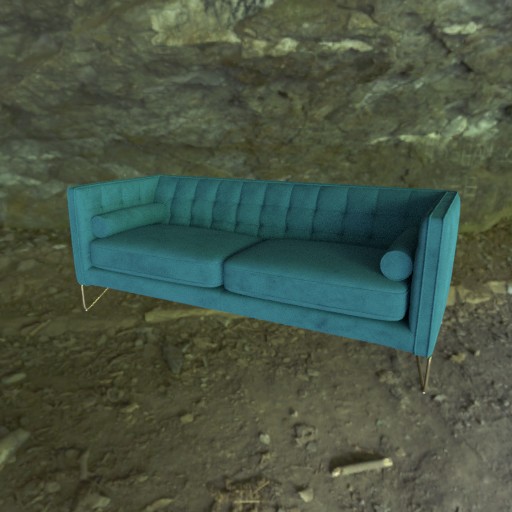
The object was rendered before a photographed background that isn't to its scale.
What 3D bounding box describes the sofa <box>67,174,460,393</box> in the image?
[{"bbox_3d":[0.000,0.000,2.585,2.087,0.789,0.867,8,18,26],"label":"sofa"}]
